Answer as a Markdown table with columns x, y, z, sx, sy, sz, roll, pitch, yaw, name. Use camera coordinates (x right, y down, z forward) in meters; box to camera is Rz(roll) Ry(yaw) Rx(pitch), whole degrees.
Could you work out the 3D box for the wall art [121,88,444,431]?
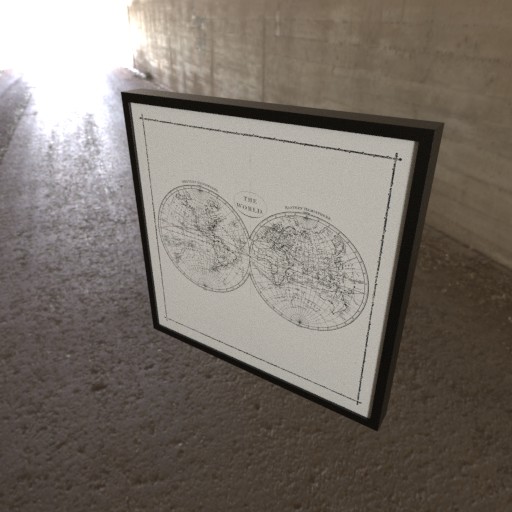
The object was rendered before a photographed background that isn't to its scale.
| x | y | z | sx | sy | sz | roll | pitch | yaw | name |
| --- | --- | --- | --- | --- | --- | --- | --- | --- | --- |
| 0.000 | 0.000 | 0.485 | 0.327 | 0.318 | 0.029 | 17 | 33 | 28 | wall art |
